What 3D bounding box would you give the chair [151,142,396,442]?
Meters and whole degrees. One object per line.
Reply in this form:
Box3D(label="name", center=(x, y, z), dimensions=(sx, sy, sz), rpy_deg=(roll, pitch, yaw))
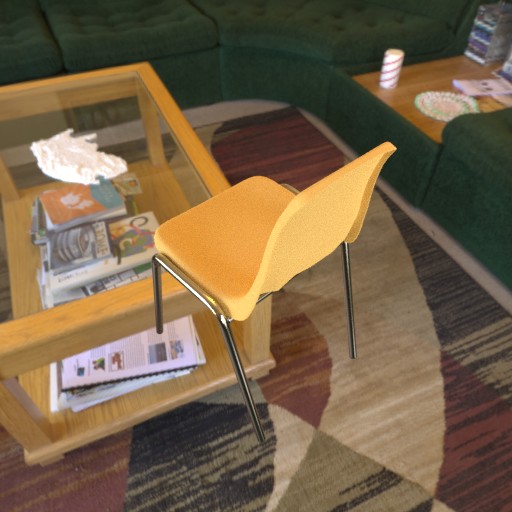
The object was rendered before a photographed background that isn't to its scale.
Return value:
Box3D(label="chair", center=(0.000, 0.000, 0.983), dimensions=(0.381, 0.704, 0.436), rpy_deg=(-33, 55, -27))
